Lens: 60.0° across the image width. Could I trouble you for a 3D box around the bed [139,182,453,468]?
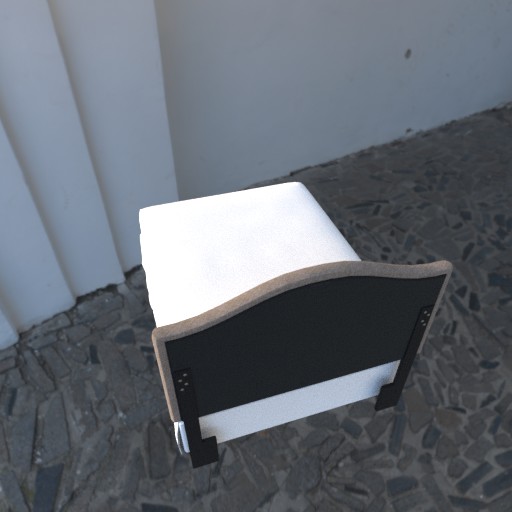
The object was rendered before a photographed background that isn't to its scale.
[{"bbox_3d":[0.000,0.000,3.365,1.713,1.518,2.153,-12,42,-13],"label":"bed"}]
